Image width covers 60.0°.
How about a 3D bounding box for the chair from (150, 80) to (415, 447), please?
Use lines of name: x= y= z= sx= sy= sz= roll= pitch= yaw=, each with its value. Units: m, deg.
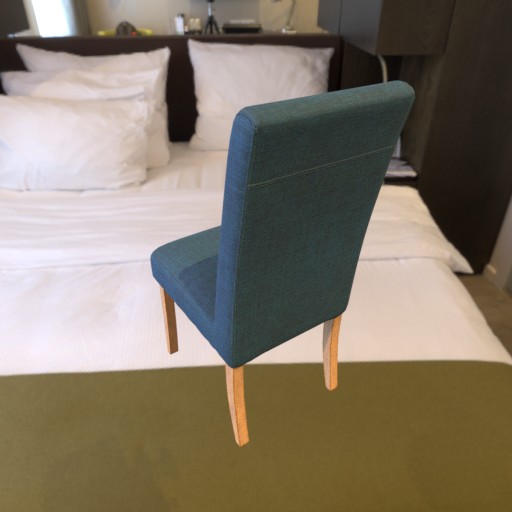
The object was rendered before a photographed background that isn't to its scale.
chair: x=0.000 y=0.000 z=1.325 sx=0.450 sy=1.029 sz=0.610 roll=-21 pitch=38 yaw=-29
